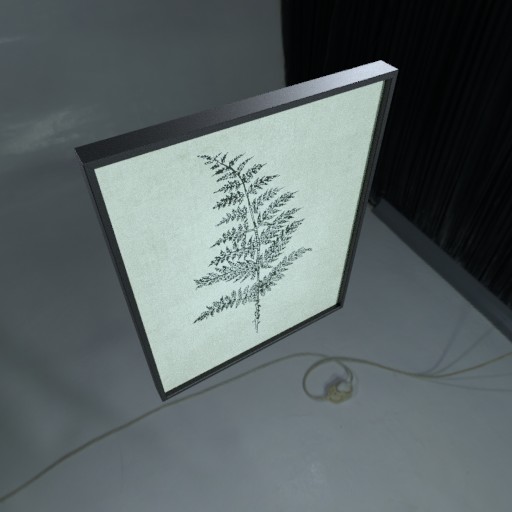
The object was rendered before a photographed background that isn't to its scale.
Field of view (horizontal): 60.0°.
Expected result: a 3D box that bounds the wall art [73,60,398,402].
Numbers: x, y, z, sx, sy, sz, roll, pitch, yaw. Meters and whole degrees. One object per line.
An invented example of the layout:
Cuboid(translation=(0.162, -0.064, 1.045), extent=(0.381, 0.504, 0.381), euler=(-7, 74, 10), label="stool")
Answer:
Cuboid(translation=(0.000, 0.000, 0.759), extent=(0.449, 0.555, 0.039), euler=(-24, 51, -21), label="wall art")
